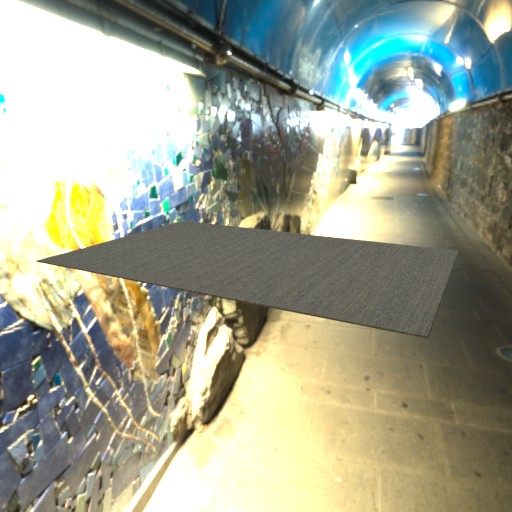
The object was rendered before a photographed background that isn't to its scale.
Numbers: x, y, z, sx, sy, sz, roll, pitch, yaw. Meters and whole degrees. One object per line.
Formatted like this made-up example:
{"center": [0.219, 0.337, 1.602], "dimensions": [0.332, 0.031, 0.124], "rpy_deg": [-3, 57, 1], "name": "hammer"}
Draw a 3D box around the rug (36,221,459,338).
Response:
{"center": [0.000, 0.000, 2.188], "dimensions": [1.752, 0.006, 1.142], "rpy_deg": [8, 17, 27], "name": "rug"}
